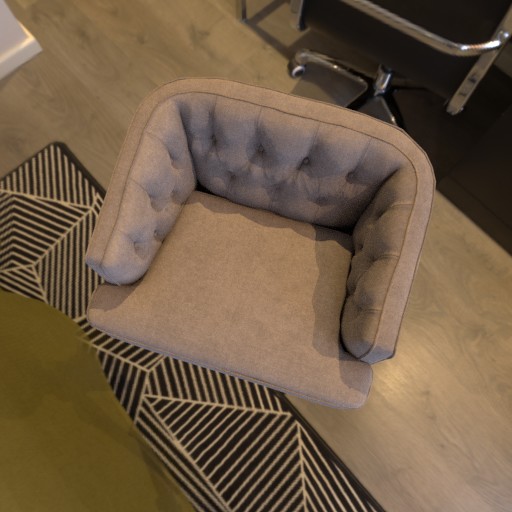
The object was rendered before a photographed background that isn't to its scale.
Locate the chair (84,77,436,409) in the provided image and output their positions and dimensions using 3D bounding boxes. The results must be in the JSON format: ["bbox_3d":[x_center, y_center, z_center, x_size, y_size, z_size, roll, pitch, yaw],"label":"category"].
[{"bbox_3d":[0.000,0.000,1.768,1.104,0.852,0.941,16,75,5],"label":"chair"}]
